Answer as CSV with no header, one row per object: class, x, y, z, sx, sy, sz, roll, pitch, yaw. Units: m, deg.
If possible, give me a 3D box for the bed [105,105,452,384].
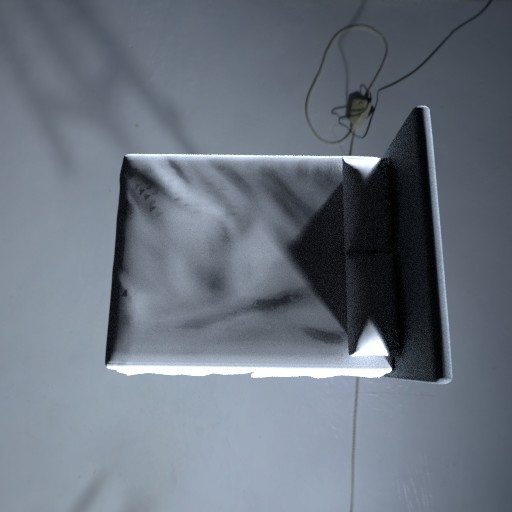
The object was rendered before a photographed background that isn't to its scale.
bed,0.000,0.000,3.158,2.142,1.330,1.713,1,77,0
